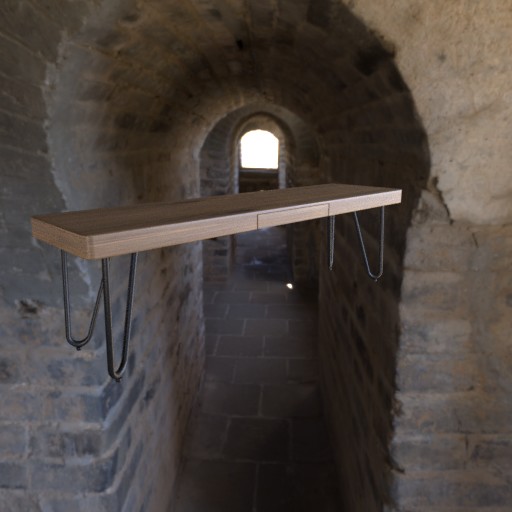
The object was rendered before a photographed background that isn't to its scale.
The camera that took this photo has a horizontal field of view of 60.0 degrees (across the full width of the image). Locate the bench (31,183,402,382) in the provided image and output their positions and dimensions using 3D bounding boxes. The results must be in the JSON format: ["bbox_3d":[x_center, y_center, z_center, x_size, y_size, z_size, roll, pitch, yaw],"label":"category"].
[{"bbox_3d":[0.000,0.000,1.821,1.570,0.462,0.425,-14,20,-42],"label":"bench"}]
